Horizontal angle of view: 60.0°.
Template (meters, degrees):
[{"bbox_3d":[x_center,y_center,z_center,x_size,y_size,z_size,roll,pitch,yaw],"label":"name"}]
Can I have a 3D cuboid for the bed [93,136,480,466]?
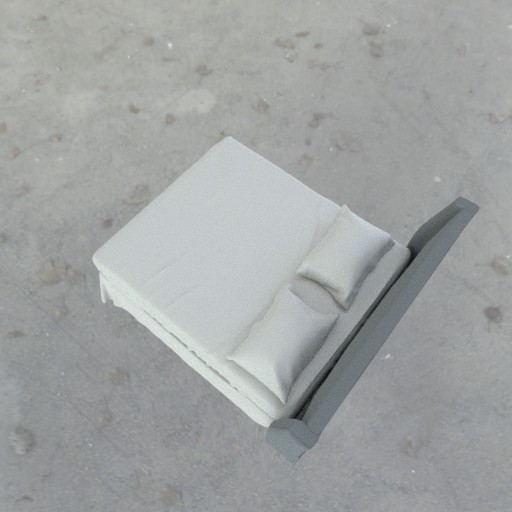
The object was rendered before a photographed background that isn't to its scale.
[{"bbox_3d":[0.000,0.000,3.453,2.276,1.332,1.925,36,67,17],"label":"bed"}]
